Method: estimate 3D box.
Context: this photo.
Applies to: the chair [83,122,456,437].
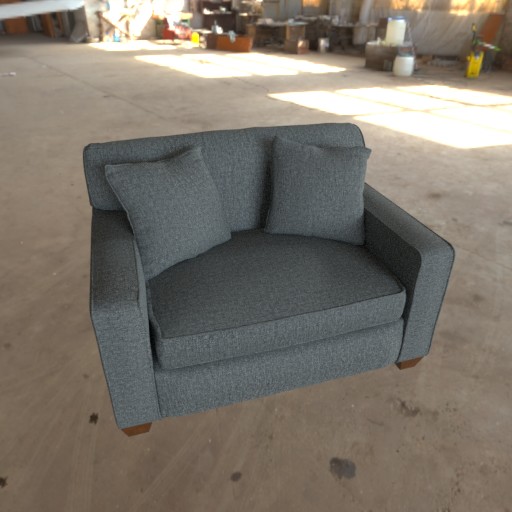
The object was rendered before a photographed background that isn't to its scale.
[{"bbox_3d":[0.000,0.000,2.018,1.383,0.948,1.000,-9,32,-15],"label":"chair"}]
